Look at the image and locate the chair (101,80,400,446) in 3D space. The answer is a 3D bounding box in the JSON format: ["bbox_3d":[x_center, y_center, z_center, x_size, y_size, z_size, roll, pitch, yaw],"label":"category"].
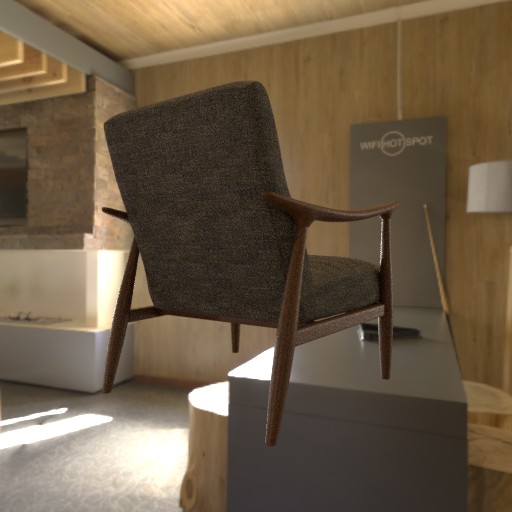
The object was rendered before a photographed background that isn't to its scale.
[{"bbox_3d":[0.000,0.000,1.454,0.741,0.832,0.798,0,1,36],"label":"chair"}]
